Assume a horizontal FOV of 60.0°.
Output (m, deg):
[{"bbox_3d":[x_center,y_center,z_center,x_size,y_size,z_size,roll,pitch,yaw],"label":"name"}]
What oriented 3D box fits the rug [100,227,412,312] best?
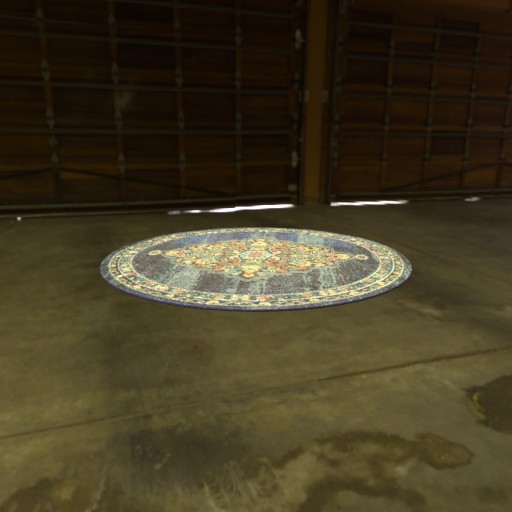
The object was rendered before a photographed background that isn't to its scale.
[{"bbox_3d":[0.000,0.000,2.382,1.591,0.010,1.591,0,15,0],"label":"rug"}]
